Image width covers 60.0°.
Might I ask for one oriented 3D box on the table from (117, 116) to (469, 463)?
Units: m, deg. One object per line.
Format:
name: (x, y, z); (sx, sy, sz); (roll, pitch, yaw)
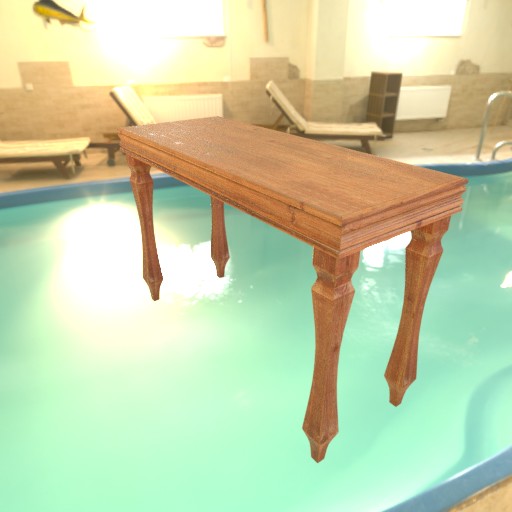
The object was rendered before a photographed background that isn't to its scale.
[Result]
table: (0.000, 0.000, 1.795); (0.522, 0.873, 1.330); (-19, 32, -32)
